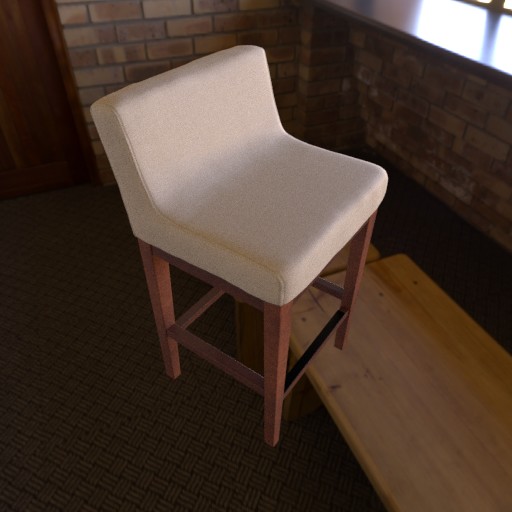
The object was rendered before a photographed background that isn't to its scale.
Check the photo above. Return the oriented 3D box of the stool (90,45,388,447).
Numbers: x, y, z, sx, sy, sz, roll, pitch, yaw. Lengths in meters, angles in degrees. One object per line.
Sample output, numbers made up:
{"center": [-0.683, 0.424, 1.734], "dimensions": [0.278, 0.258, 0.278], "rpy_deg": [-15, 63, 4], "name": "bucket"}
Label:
{"center": [0.000, 0.000, 1.226], "dimensions": [0.500, 0.937, 0.511], "rpy_deg": [25, 46, 26], "name": "stool"}
